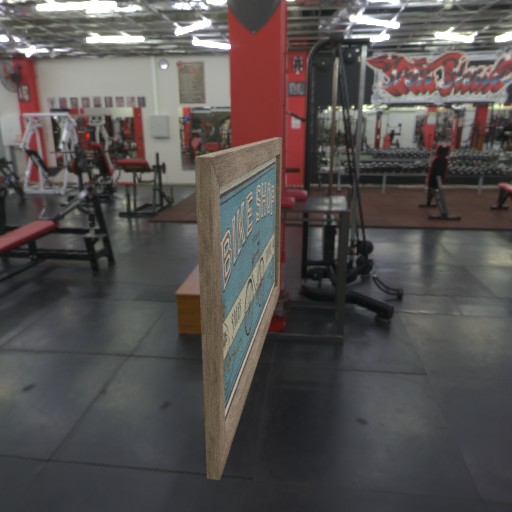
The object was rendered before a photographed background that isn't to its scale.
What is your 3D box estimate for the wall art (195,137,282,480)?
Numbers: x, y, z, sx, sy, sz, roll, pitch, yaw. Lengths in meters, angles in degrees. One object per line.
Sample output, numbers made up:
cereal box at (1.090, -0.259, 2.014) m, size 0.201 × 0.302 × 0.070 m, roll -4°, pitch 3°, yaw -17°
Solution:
wall art at (0.000, 0.000, 0.973) m, size 0.021 × 0.480 × 0.780 m, roll 3°, pitch 17°, yaw 9°
